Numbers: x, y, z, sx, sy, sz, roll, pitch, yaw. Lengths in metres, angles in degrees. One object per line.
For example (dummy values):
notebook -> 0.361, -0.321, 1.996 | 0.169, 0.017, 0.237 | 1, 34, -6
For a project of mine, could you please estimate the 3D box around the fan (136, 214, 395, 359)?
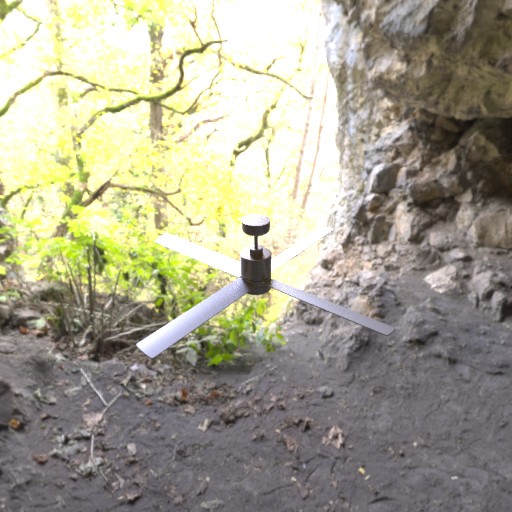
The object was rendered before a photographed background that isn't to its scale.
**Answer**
fan -> 0.000, 0.000, 1.996 | 1.322, 0.355, 1.322 | 21, 35, 33
